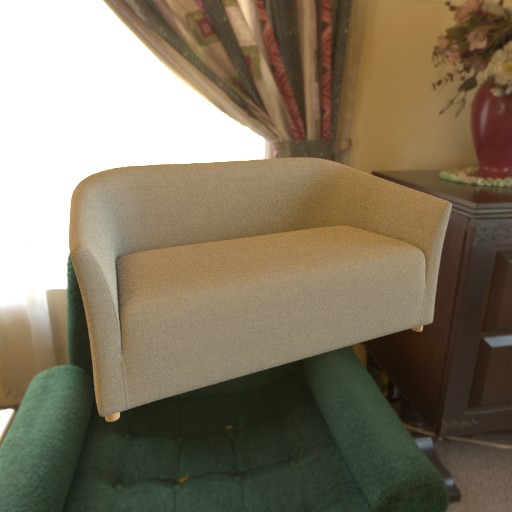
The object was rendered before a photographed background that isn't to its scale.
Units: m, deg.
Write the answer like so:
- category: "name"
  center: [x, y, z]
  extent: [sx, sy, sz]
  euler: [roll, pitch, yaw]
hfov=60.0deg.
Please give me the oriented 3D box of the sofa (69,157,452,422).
- category: "sofa"
  center: [0.000, 0.000, 1.839]
  extent: [1.452, 0.721, 0.705]
  euler: [-9, 20, -26]
